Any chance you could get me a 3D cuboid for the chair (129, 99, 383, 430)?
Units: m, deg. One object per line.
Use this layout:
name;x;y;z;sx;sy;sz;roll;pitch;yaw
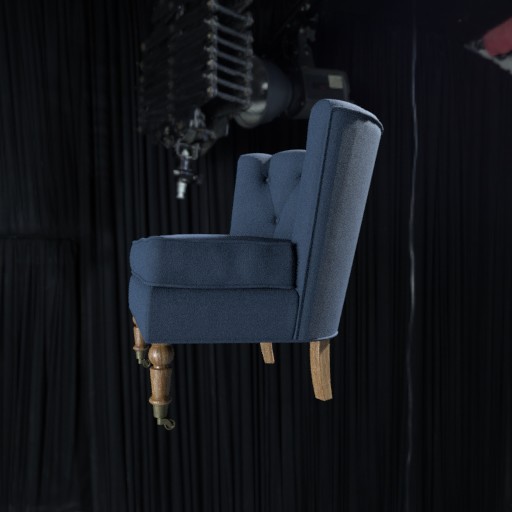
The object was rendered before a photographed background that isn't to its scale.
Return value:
chair;0.000;0.000;1.358;0.718;0.771;0.740;0;1;-19
